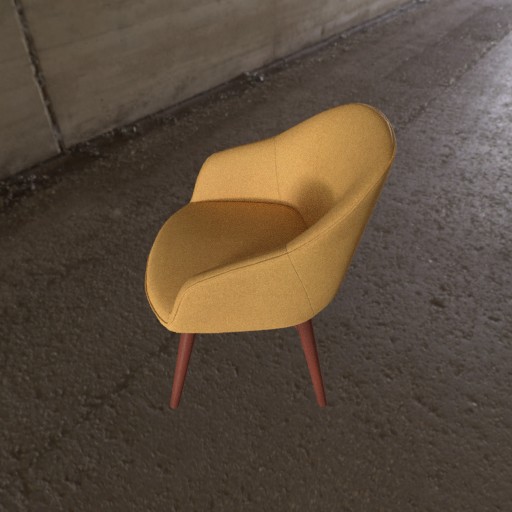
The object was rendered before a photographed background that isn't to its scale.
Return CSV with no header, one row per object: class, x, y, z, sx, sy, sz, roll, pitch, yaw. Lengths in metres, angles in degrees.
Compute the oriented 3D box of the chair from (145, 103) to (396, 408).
chair,0.000,0.000,1.302,0.635,0.823,0.596,0,40,-1
